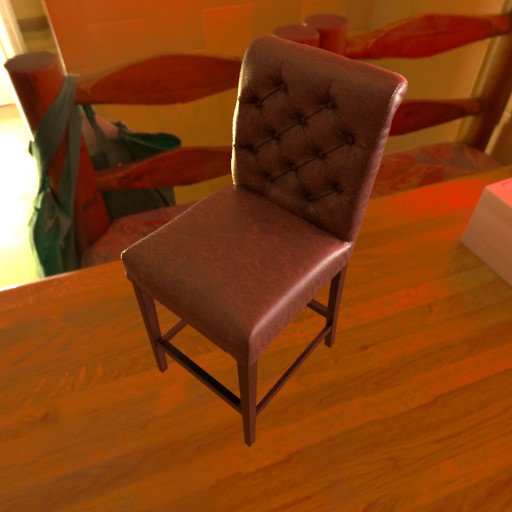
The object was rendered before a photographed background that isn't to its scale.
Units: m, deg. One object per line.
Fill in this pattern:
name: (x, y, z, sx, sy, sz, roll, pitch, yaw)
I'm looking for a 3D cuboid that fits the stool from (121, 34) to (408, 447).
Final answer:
stool: (0.000, 0.000, 1.399, 0.486, 1.084, 0.660, 31, 53, 26)
